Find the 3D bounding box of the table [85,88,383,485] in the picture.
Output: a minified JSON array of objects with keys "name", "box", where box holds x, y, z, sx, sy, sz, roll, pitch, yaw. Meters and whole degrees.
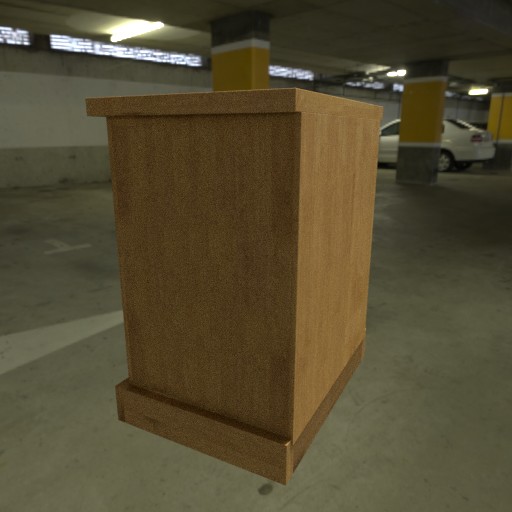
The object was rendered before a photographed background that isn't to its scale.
[{"name":"table","box":[0.000,0.000,1.245,0.500,0.813,0.660,8,18,27]}]
